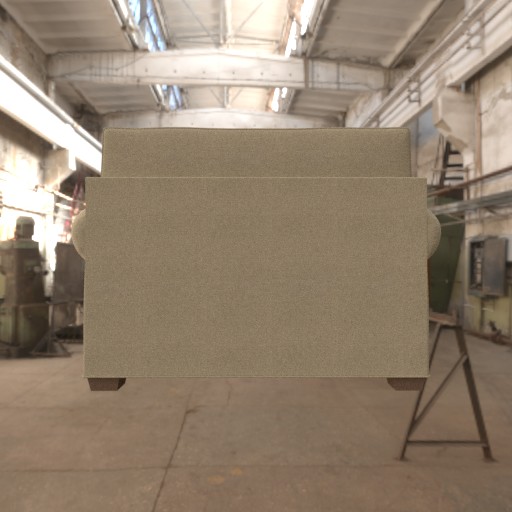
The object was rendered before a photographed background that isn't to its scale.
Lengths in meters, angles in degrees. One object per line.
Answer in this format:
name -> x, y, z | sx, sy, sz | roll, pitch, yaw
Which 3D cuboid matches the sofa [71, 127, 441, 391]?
sofa -> 0.000, 0.000, 2.049 | 1.405, 0.991, 0.936 | 0, -1, 0
